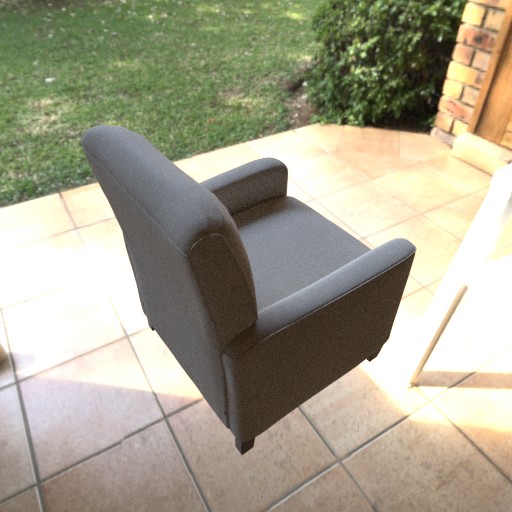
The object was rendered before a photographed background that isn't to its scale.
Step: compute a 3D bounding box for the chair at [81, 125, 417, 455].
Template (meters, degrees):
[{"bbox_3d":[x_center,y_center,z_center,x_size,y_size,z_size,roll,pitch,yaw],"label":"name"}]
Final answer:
[{"bbox_3d":[0.000,0.000,1.638,0.859,1.023,0.845,-26,47,-27],"label":"chair"}]
